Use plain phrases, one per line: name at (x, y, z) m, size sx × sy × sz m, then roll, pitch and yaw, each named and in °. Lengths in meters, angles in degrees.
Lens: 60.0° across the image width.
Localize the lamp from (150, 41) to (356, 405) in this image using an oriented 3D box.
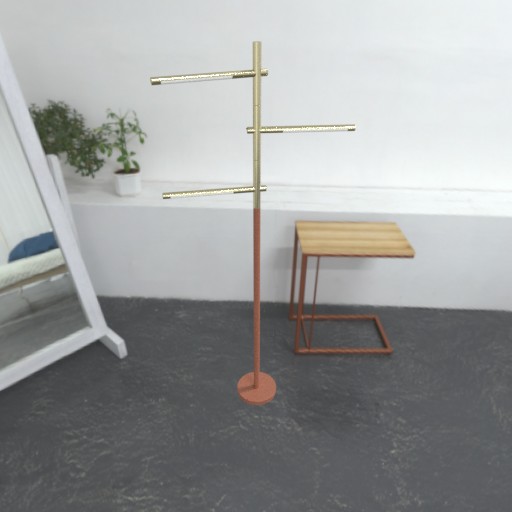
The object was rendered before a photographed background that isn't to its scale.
lamp at (0.000, 0.000, 1.947) m, size 0.737 × 1.704 × 0.209 m, roll -10°, pitch 33°, yaw -16°
